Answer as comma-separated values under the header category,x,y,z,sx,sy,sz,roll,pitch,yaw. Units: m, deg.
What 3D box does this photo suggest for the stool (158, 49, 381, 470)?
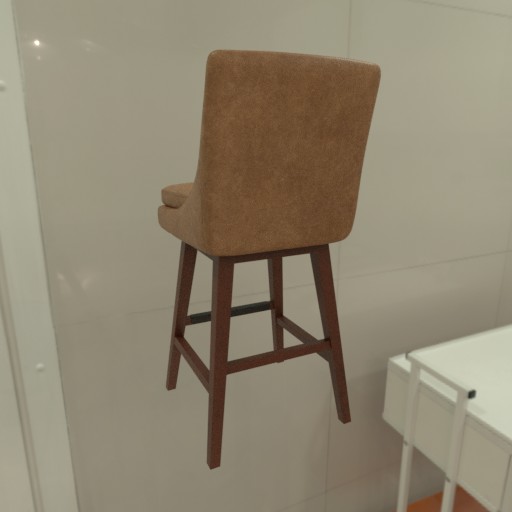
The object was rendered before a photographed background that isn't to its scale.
category,x,y,z,sx,sy,sz,roll,pitch,yaw
stool,0.000,0.000,1.376,0.487,1.079,0.572,-7,17,-25
